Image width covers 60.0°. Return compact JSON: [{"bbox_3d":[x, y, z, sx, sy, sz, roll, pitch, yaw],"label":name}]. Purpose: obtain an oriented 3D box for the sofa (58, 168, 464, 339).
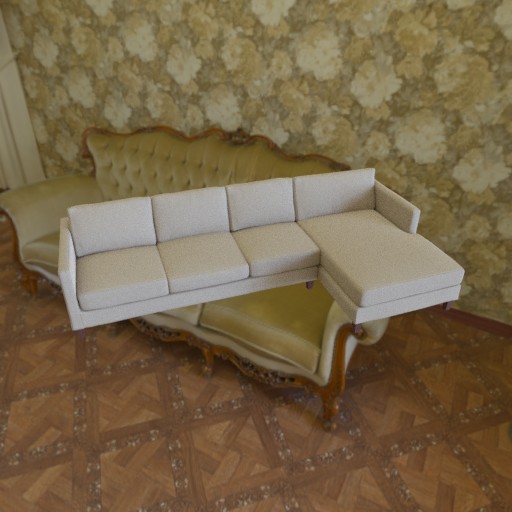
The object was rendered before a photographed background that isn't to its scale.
[{"bbox_3d":[0.000,0.000,3.902,3.186,0.861,1.625,-10,34,-16],"label":"sofa"}]
